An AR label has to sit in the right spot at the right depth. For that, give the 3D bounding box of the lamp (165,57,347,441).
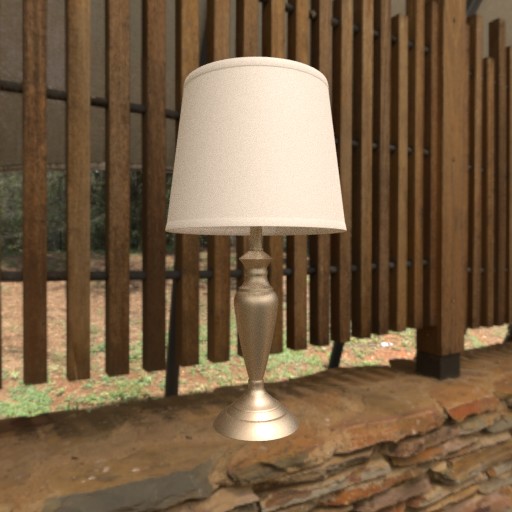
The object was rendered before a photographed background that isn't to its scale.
[{"bbox_3d":[0.000,0.000,0.819,0.328,0.619,0.328,0,0,0],"label":"lamp"}]
